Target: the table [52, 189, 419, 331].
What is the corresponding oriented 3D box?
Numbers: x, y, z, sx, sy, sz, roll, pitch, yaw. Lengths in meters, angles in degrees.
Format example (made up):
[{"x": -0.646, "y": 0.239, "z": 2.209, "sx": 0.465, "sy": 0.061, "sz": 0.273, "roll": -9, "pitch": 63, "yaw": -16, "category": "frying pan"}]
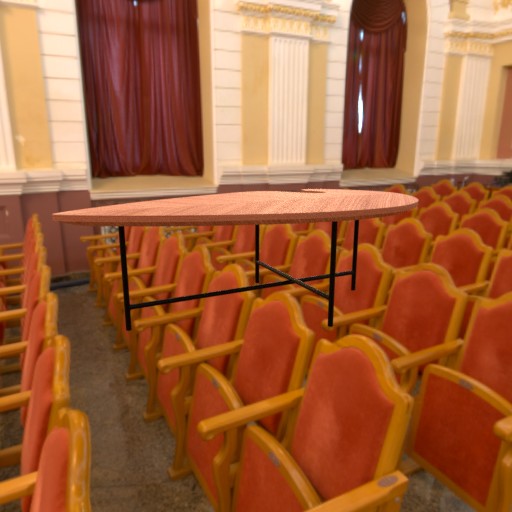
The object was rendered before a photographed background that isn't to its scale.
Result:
[{"x": 0.000, "y": 0.000, "z": 1.469, "sx": 1.199, "sy": 0.360, "sz": 0.598, "roll": -7, "pitch": 16, "yaw": -26, "category": "table"}]
